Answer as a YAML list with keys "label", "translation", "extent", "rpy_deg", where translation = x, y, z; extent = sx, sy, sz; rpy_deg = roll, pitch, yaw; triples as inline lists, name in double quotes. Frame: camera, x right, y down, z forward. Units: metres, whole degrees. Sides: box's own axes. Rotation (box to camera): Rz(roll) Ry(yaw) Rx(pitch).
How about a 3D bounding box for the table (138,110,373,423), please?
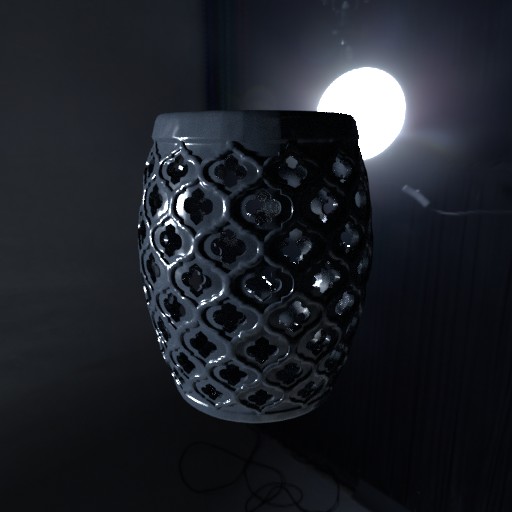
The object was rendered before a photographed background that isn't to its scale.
- label: "table"
  translation: [0.000, 0.000, 0.639]
  extent: [0.325, 0.388, 0.325]
  rpy_deg: [0, 15, 0]
